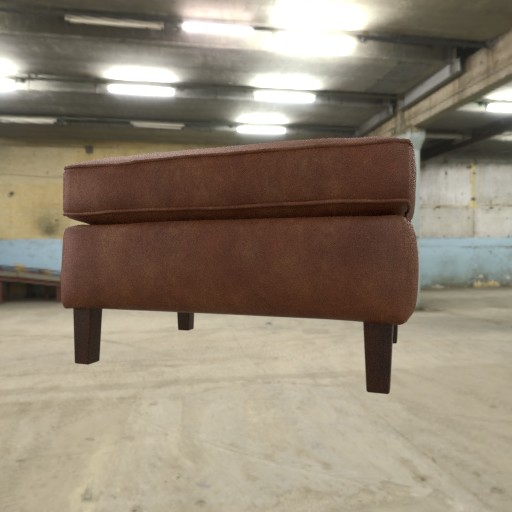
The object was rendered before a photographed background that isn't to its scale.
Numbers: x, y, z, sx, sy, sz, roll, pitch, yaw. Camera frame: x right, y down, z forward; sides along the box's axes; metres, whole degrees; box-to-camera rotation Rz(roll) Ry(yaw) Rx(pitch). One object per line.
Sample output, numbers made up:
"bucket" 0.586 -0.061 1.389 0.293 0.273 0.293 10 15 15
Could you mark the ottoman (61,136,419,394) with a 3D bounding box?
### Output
"ottoman" 0.000 0.000 0.969 0.665 0.418 0.501 0 0 19
